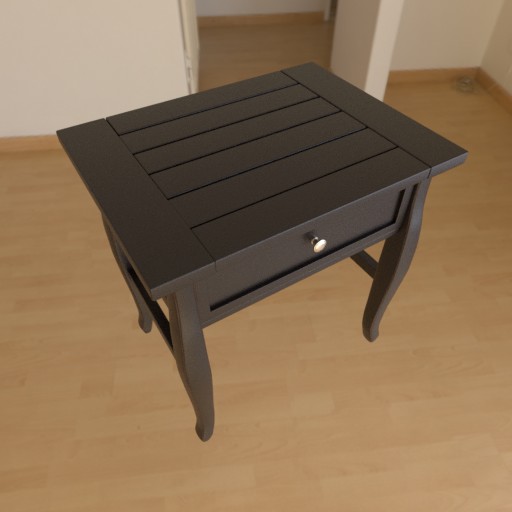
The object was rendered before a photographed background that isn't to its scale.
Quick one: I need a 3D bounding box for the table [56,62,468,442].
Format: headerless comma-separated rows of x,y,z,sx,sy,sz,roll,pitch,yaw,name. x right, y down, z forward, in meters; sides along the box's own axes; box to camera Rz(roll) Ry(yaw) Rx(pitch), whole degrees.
0.000,0.000,1.023,0.602,0.604,0.460,-24,50,-22,table
